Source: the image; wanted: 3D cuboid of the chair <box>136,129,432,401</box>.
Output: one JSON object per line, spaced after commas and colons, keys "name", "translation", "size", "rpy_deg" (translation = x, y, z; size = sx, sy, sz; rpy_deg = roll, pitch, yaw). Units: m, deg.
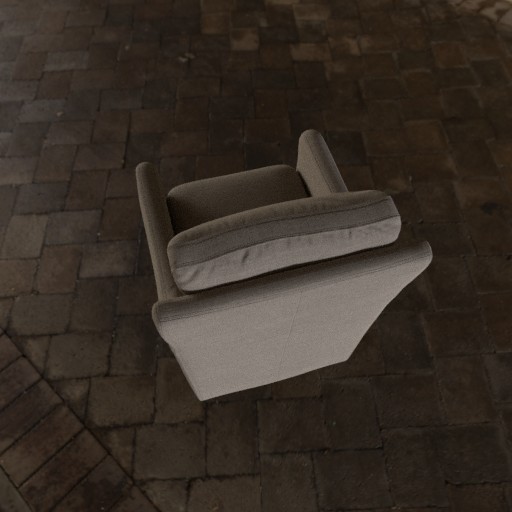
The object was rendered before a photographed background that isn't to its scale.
{"name": "chair", "translation": [0.000, 0.000, 1.385], "size": [0.626, 0.914, 0.694], "rpy_deg": [-13, 59, -8]}
